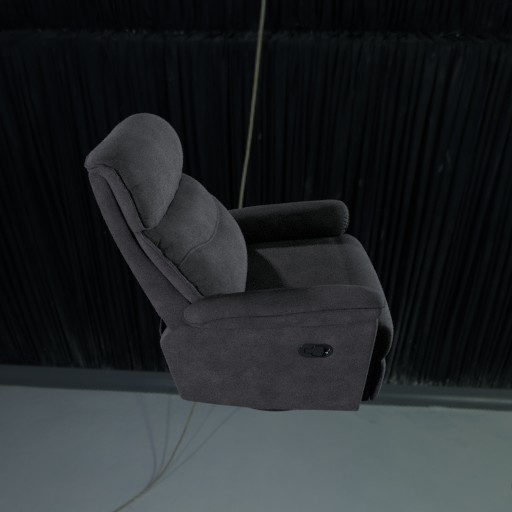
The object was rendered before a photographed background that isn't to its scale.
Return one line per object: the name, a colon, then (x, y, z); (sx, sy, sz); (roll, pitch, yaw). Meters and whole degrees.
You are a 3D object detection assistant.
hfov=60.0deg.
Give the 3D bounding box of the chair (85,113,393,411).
chair: (0.000, 0.000, 1.751); (1.009, 1.035, 0.830); (0, 30, 0)
